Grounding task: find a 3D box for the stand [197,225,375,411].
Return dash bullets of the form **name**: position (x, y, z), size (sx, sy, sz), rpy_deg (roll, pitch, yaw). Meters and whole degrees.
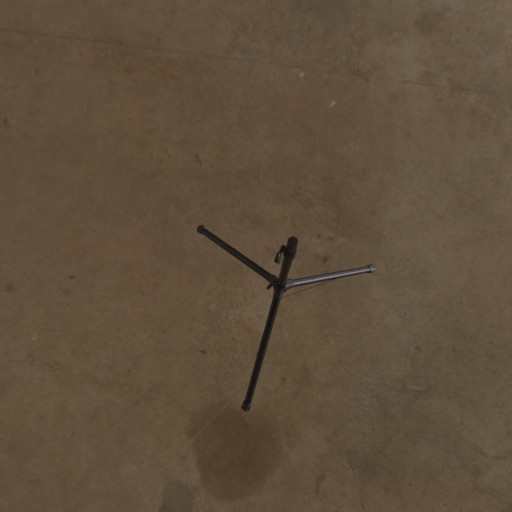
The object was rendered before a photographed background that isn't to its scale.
- **stand**: position (0.000, 0.000, 1.915), size (0.907, 1.136, 1.045), rpy_deg (44, 79, 10)
